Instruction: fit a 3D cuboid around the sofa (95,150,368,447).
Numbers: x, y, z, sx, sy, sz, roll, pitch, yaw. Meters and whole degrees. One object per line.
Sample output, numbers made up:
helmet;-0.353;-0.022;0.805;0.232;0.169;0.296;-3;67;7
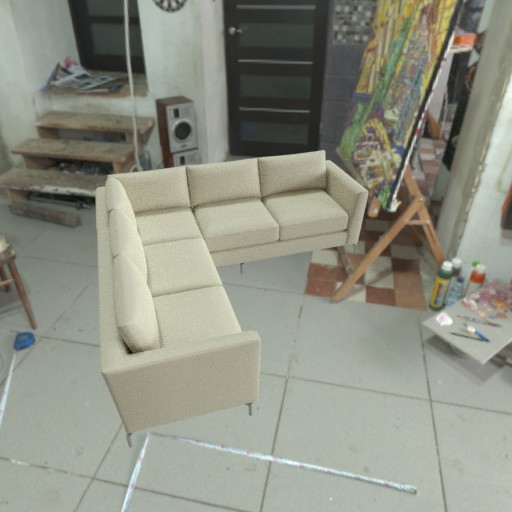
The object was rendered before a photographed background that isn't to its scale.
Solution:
sofa;0.000;0.000;3.678;2.448;0.867;2.430;-10;34;-14
